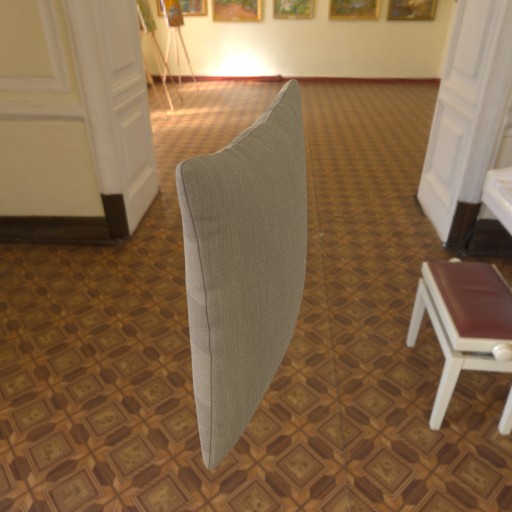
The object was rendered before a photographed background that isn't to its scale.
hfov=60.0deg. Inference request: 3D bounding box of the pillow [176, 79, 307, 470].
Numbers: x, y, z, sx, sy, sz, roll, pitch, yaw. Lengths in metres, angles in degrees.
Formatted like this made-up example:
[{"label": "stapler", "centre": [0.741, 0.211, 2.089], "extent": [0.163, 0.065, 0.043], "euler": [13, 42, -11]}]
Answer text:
[{"label": "pillow", "centre": [0.000, 0.000, 0.782], "extent": [0.161, 0.509, 0.511], "euler": [9, 32, 14]}]
